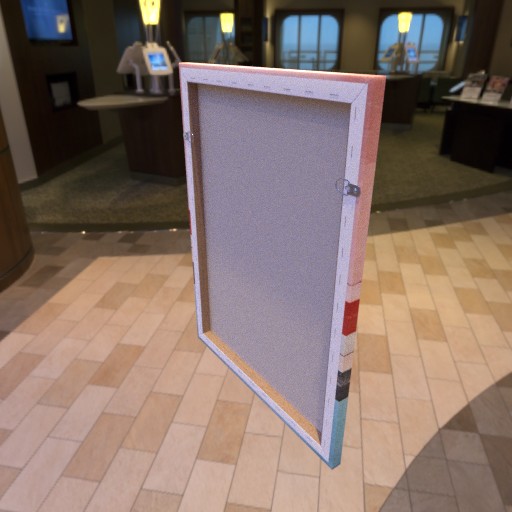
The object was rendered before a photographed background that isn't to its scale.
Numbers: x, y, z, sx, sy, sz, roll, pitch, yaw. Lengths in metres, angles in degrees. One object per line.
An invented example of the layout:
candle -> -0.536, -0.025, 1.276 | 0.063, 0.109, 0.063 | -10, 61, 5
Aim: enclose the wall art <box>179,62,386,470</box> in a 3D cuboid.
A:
wall art -> 0.000, 0.000, 1.298 | 0.039, 1.016, 0.761 | -17, 31, -32
